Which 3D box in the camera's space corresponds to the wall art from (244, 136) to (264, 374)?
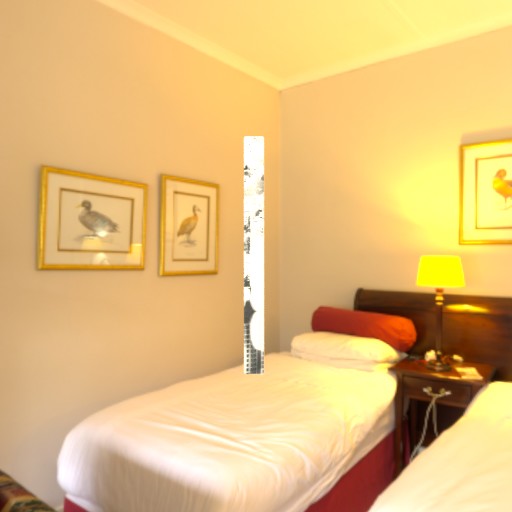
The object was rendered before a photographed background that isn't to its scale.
[{"bbox_3d":[0.000,0.000,1.705,0.044,0.507,1.520,0,0,0],"label":"wall art"}]
